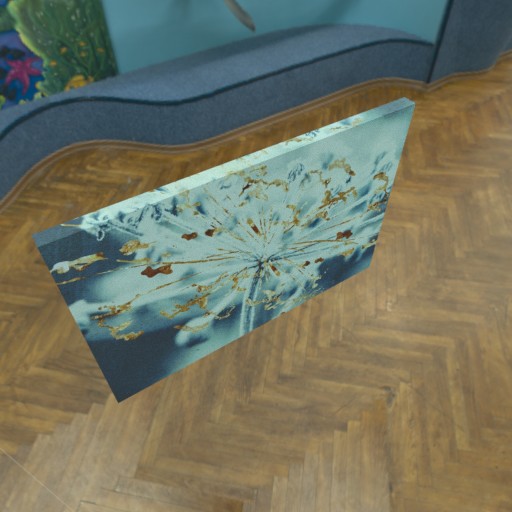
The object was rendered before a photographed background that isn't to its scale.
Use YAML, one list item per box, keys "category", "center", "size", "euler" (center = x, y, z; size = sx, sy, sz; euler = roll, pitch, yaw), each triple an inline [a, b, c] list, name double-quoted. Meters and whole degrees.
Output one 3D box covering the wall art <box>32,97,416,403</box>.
- category: "wall art"
  center: [0.000, 0.000, 1.158]
  size: [0.912, 0.608, 0.038]
  euler: [-25, 52, -22]
